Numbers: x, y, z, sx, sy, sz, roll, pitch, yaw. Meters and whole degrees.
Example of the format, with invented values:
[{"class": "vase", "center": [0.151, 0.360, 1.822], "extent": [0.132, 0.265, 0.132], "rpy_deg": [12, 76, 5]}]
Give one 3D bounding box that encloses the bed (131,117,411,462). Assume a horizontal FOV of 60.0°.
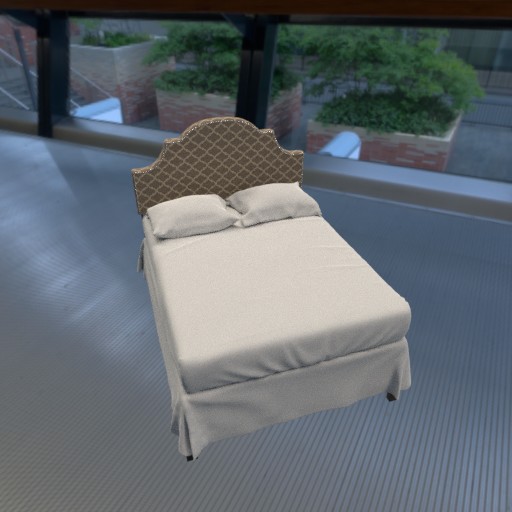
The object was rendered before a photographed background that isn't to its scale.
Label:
[{"class": "bed", "center": [0.000, 0.000, 3.434], "extent": [1.780, 1.633, 2.222], "rpy_deg": [-10, 34, -15]}]
